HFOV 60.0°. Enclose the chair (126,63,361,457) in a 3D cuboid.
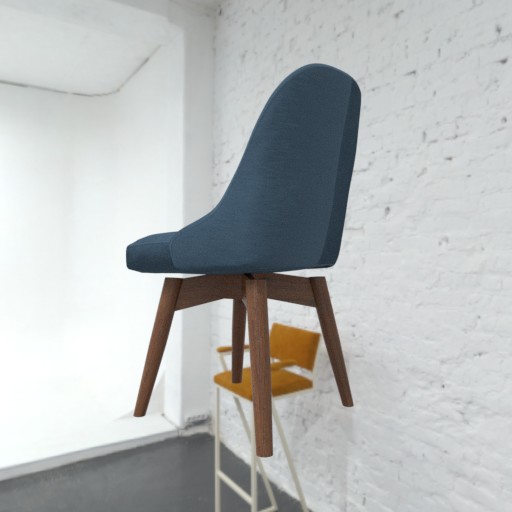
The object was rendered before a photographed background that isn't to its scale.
[{"bbox_3d":[0.000,0.000,1.260,0.589,0.882,0.503,-1,-1,37],"label":"chair"}]
